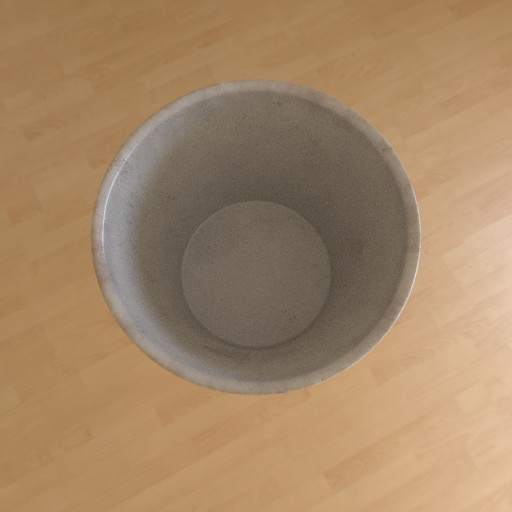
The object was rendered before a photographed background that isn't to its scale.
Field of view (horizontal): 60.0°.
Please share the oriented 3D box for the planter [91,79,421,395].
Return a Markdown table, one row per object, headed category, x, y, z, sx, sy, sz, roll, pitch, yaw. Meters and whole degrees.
| category | x | y | z | sx | sy | sz | roll | pitch | yaw |
| --- | --- | --- | --- | --- | --- | --- | --- | --- | --- |
| planter | 0.000 | 0.000 | 0.339 | 0.193 | 0.165 | 0.193 | 0 | 76 | 0 |
